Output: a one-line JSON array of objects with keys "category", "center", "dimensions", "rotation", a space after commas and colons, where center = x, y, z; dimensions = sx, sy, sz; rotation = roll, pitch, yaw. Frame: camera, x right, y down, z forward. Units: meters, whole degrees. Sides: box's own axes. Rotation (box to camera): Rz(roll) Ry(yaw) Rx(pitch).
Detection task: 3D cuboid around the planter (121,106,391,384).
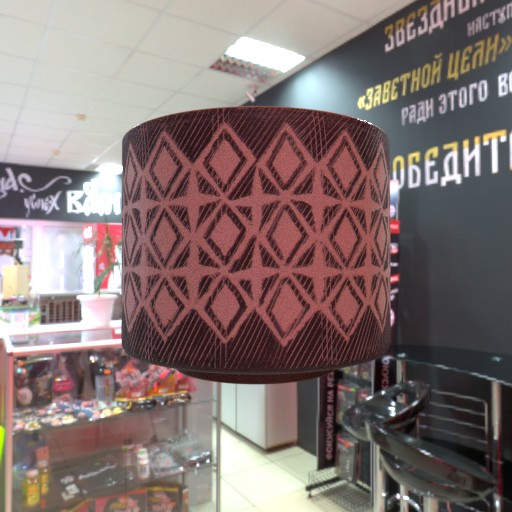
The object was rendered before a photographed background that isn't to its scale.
[{"category": "planter", "center": [0.000, 0.000, 0.218], "dimensions": [0.126, 0.104, 0.126], "rotation": [0, -1, 0]}]
